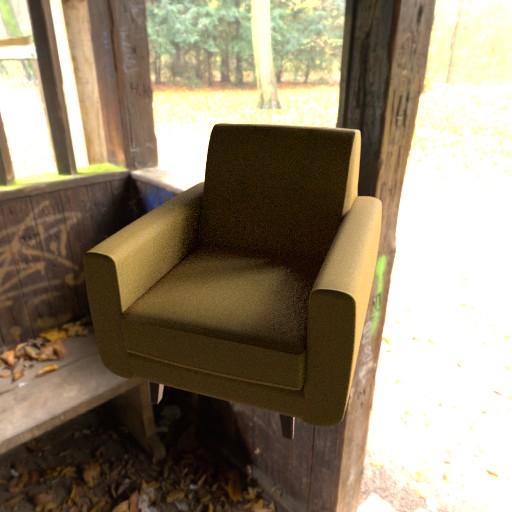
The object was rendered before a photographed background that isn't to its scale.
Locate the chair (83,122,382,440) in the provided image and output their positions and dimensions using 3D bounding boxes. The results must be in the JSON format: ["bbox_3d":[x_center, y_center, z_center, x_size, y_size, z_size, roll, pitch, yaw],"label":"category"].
[{"bbox_3d":[0.000,0.000,1.624,0.831,0.841,0.909,8,26,17],"label":"chair"}]
